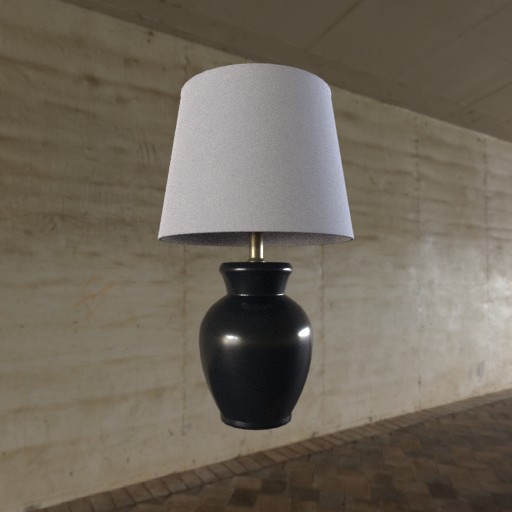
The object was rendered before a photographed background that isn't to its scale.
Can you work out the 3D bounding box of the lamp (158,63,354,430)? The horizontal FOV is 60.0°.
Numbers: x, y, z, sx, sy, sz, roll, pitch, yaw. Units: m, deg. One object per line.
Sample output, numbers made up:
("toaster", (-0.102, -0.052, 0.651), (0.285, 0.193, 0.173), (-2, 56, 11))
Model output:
("lamp", (0.000, 0.000, 0.553), (0.239, 0.399, 0.239), (0, -2, 0))
